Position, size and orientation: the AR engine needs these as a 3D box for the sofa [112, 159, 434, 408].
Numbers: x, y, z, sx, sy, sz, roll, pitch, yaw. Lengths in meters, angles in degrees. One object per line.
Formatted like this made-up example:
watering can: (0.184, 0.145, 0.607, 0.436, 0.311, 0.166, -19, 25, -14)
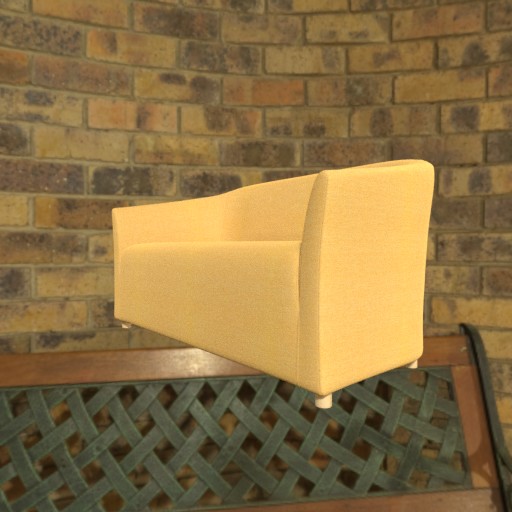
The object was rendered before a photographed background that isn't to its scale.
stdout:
sofa: (0.000, 0.000, 1.821, 0.705, 0.721, 1.452, -1, 2, -37)
